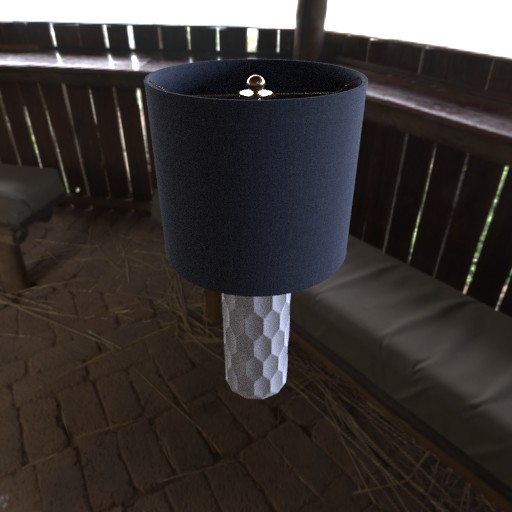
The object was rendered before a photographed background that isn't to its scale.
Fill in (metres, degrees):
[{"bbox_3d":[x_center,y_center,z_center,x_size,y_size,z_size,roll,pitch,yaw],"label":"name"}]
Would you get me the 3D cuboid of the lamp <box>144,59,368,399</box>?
[{"bbox_3d":[0.000,0.000,0.701,0.277,0.537,0.277,19,37,28],"label":"lamp"}]
